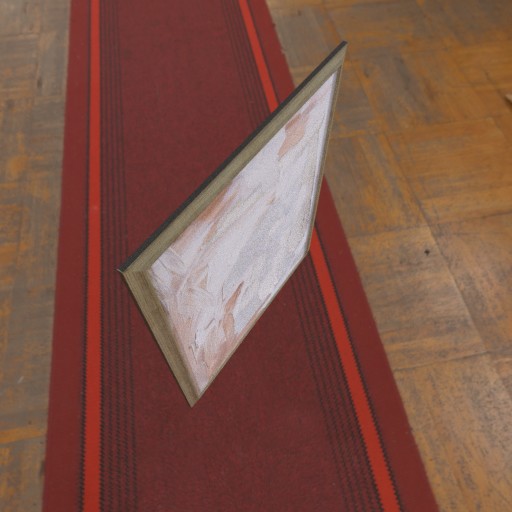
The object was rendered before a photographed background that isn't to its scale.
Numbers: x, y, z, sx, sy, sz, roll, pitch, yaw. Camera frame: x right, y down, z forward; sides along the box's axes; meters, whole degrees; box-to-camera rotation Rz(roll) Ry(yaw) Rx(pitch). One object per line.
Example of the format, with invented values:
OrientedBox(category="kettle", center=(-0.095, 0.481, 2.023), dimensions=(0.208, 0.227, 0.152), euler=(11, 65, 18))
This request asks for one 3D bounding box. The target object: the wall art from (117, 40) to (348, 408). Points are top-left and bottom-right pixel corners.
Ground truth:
OrientedBox(category="wall art", center=(0.000, 0.000, 0.924), dimensions=(0.018, 0.660, 0.559), euler=(30, 63, 18))
